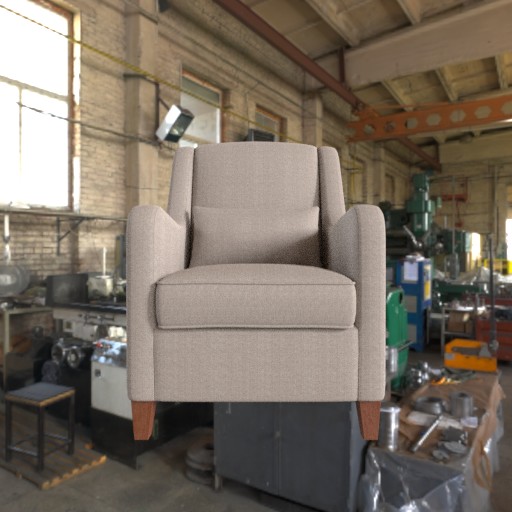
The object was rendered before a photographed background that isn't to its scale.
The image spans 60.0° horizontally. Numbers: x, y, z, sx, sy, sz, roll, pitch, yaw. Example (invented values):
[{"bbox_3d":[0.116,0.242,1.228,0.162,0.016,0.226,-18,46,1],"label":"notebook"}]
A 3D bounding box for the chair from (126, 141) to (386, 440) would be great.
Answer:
[{"bbox_3d":[0.000,0.000,1.616,0.715,1.017,0.890,0,0,0],"label":"chair"}]
